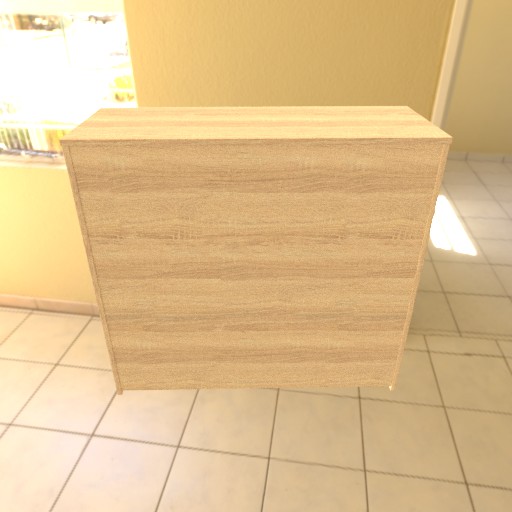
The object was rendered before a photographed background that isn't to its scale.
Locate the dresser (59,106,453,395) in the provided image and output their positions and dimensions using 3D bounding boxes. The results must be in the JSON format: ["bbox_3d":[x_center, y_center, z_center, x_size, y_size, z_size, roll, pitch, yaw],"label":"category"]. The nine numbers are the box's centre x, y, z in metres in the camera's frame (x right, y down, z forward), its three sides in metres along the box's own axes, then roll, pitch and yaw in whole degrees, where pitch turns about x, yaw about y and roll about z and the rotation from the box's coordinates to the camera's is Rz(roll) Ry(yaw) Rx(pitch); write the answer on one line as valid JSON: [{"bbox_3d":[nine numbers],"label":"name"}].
[{"bbox_3d":[0.000,0.000,1.494,0.980,0.900,0.380,-1,30,-1],"label":"dresser"}]
